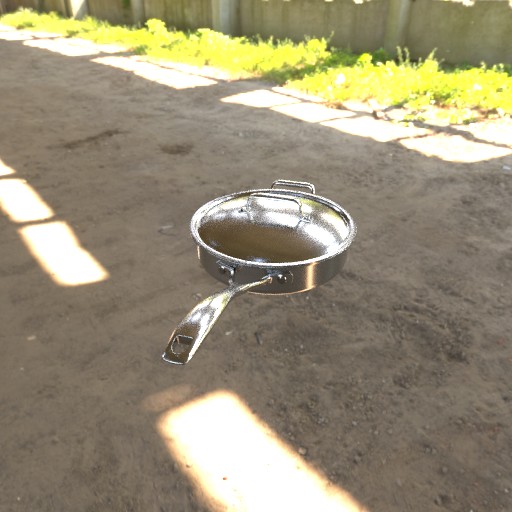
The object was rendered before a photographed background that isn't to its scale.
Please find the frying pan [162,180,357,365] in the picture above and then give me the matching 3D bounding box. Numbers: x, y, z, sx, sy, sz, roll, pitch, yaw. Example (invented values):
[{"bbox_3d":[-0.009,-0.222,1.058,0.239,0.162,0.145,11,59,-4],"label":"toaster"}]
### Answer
[{"bbox_3d":[0.000,0.000,0.672,0.280,0.114,0.561,9,33,14],"label":"frying pan"}]
